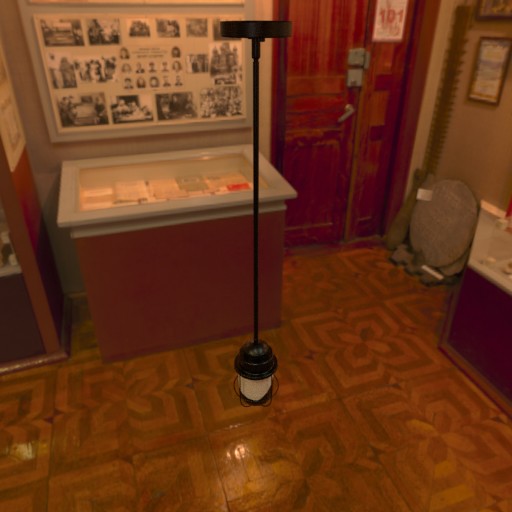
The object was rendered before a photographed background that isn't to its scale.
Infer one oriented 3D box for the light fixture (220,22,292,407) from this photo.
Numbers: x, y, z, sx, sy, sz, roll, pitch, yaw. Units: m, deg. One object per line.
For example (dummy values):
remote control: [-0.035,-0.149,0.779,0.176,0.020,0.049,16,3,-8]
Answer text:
light fixture: [0.000,0.000,0.983,0.123,0.920,0.123,-8,30,-14]
